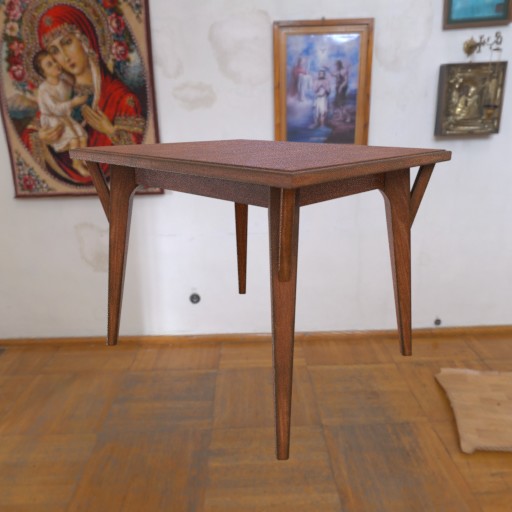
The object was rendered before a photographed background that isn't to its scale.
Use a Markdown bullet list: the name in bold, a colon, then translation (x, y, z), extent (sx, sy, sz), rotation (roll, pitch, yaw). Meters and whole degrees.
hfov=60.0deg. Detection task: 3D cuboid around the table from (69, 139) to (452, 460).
- **table**: translation (0.000, 0.000, 1.612), extent (0.991, 0.761, 0.838), rotation (16, 24, 41)
